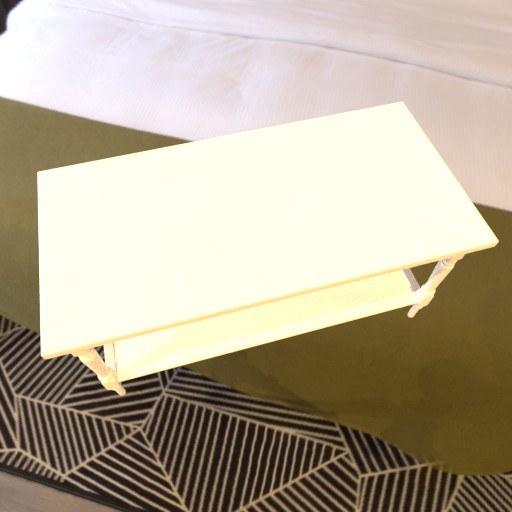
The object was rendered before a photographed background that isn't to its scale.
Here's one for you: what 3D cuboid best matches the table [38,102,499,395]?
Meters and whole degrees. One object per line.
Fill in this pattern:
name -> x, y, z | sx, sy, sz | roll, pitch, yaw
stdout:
table -> 0.000, 0.000, 1.381 | 1.107, 0.510, 0.550 | -13, 59, -8
